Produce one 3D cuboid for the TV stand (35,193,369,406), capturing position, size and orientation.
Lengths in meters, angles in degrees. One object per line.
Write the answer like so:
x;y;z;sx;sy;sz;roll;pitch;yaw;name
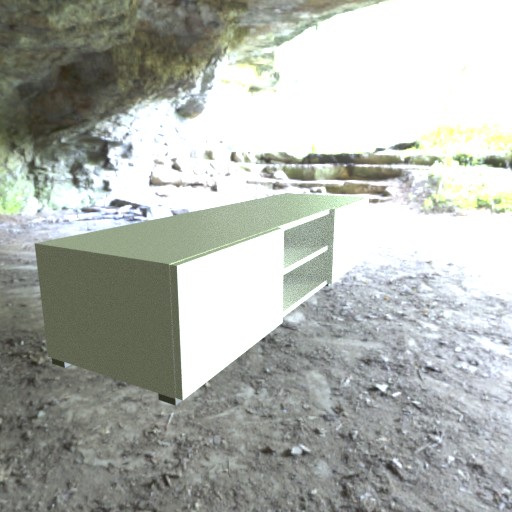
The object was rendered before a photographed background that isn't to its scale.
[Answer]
0.000;0.000;1.575;0.420;0.310;1.400;7;15;28;TV stand
